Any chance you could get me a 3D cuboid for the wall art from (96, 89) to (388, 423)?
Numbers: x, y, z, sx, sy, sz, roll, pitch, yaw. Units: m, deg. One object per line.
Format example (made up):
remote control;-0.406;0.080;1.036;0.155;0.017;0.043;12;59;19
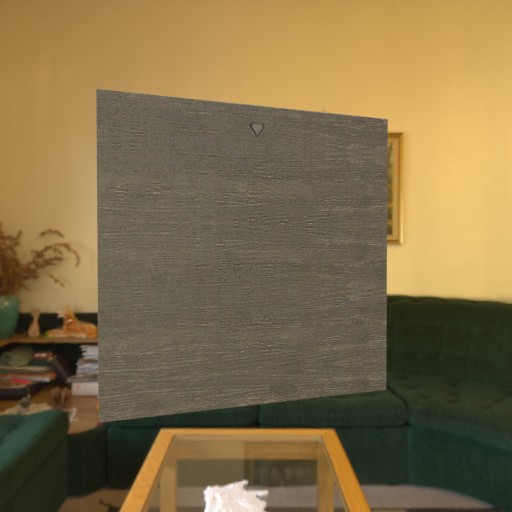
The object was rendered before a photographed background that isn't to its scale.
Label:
wall art;0.000;0.000;0.687;0.462;0.459;0.027;0;1;-18
